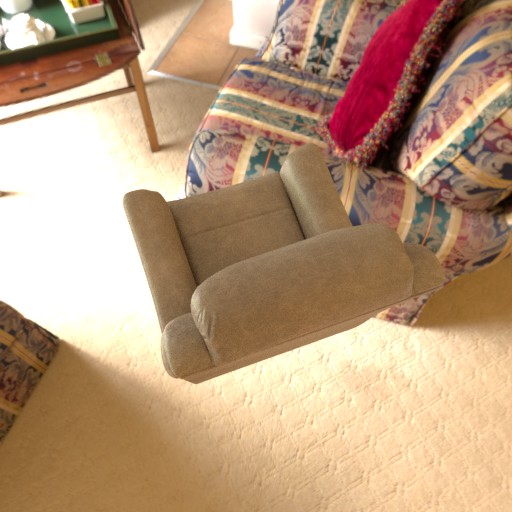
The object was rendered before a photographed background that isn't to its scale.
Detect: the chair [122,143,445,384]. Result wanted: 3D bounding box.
[{"bbox_3d":[0.000,0.000,1.899,0.965,1.116,1.068,-17,61,-10],"label":"chair"}]
